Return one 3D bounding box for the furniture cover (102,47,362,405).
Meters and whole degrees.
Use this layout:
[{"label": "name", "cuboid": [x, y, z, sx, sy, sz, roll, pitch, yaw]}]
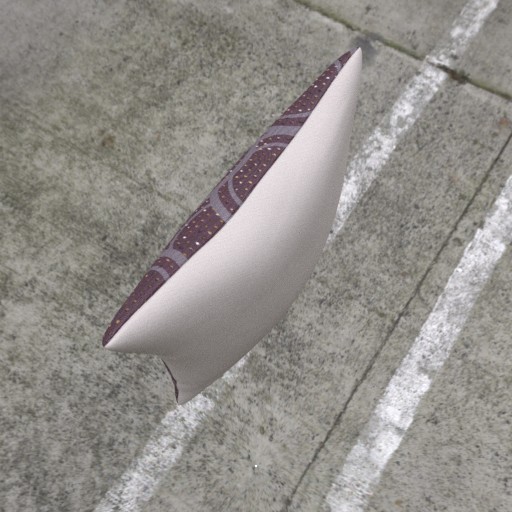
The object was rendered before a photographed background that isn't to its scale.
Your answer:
[{"label": "furniture cover", "cuboid": [0.000, 0.000, 0.788, 0.193, 0.509, 0.552, 32, 69, 14]}]
